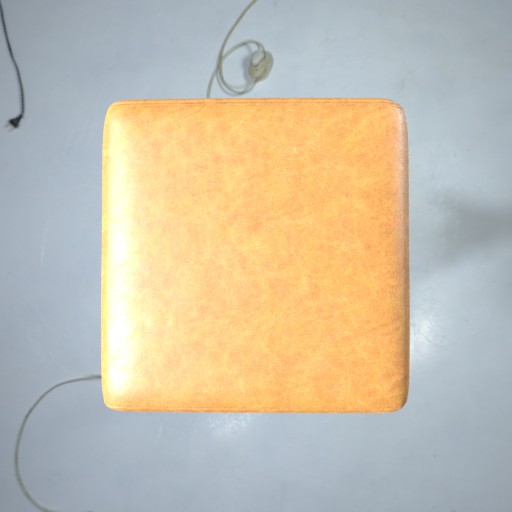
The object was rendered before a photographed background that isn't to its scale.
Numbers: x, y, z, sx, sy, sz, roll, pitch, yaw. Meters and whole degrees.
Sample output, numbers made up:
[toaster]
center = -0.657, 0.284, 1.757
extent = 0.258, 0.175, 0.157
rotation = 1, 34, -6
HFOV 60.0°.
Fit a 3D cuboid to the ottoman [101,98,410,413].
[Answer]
[ottoman]
center = 0.000, 0.000, 1.064
extent = 0.650, 0.399, 0.650
rotation = 0, 89, 1
